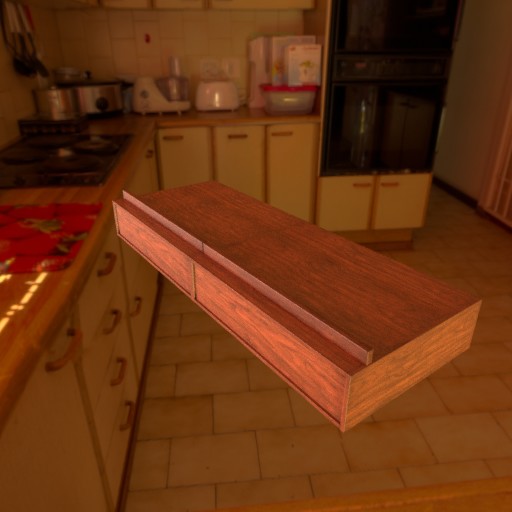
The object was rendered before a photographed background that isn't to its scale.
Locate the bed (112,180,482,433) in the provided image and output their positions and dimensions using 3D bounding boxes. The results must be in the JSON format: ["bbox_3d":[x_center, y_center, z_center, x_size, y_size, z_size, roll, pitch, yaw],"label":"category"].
[{"bbox_3d":[0.000,0.000,2.373,0.787,0.326,2.057,-18,31,-32],"label":"bed"}]
